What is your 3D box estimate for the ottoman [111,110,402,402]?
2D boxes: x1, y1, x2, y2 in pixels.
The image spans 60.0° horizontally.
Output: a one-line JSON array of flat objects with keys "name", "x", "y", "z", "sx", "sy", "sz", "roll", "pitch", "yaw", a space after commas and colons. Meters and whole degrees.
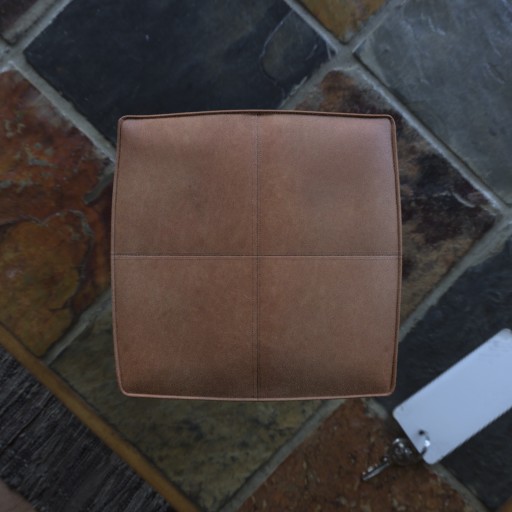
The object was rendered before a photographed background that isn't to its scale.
[{"name": "ottoman", "x": 0.000, "y": 0.000, "z": 1.415, "sx": 0.901, "sy": 0.395, "sz": 0.902, "roll": 0, "pitch": 90, "yaw": 0}]
